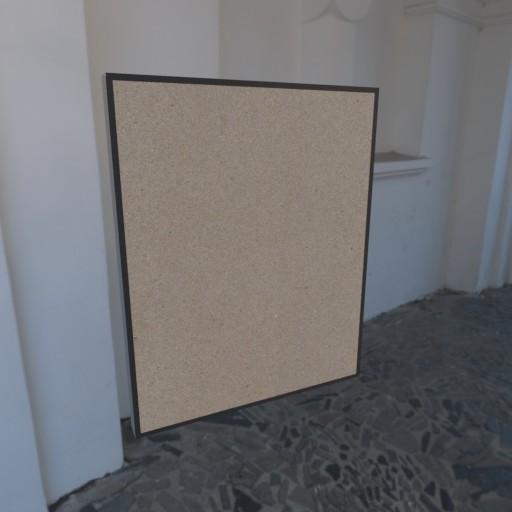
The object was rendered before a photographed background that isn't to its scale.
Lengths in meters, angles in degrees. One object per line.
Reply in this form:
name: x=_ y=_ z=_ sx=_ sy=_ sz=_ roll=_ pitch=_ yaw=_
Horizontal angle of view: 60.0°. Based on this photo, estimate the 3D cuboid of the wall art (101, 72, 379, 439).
wall art: x=0.000 y=0.000 z=0.751 sx=0.448 sy=0.551 sz=0.038 roll=-7 pitch=17 yaw=-25
